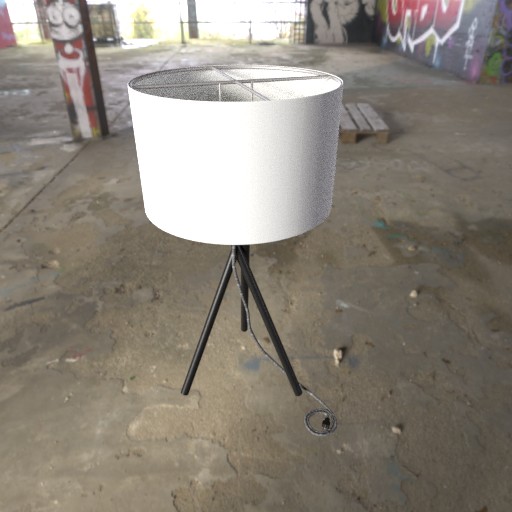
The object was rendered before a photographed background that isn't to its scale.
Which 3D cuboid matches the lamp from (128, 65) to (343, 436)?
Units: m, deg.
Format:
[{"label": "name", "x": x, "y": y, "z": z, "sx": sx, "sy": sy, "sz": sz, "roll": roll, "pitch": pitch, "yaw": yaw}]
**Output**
[{"label": "lamp", "x": 0.000, "y": 0.000, "z": 0.904, "sx": 0.422, "sy": 0.674, "sz": 0.353, "roll": 9, "pitch": 32, "yaw": 15}]
